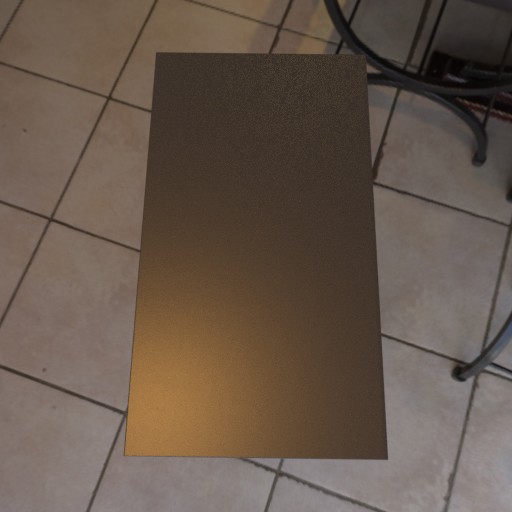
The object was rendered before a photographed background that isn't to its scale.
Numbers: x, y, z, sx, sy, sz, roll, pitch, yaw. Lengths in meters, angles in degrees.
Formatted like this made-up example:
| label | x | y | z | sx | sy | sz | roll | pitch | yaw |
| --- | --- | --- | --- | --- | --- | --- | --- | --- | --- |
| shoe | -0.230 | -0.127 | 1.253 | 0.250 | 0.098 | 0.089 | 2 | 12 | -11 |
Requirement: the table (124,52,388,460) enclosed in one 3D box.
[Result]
| label | x | y | z | sx | sy | sz | roll | pitch | yaw |
| --- | --- | --- | --- | --- | --- | --- | --- | --- | --- |
| table | 0.000 | 0.000 | 1.371 | 0.612 | 0.493 | 1.068 | 1 | 76 | 0 |
